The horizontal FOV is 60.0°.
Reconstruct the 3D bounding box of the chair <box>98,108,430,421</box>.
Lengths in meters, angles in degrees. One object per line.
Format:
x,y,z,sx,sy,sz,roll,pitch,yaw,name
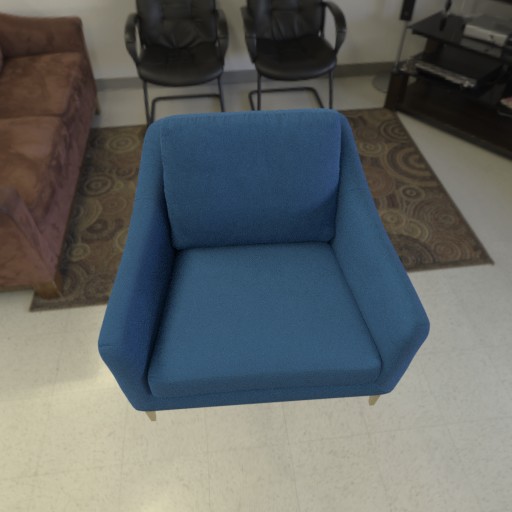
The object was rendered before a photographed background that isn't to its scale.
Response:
0.000,0.000,1.703,0.987,0.899,0.961,-3,47,-3,chair
